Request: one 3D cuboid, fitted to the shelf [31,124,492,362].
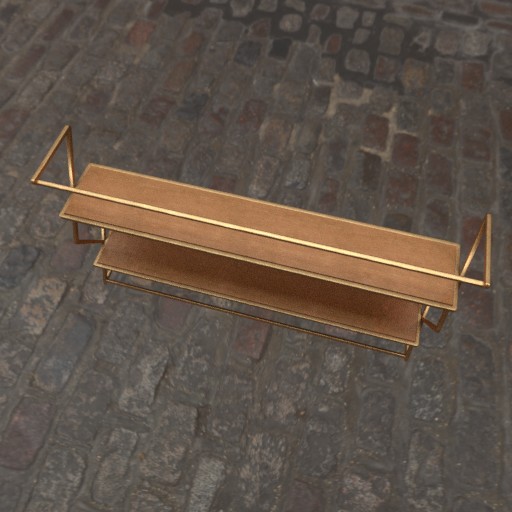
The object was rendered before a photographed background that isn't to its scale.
[{"bbox_3d":[0.000,0.000,0.995,0.822,0.450,0.150,13,62,7],"label":"shelf"}]
